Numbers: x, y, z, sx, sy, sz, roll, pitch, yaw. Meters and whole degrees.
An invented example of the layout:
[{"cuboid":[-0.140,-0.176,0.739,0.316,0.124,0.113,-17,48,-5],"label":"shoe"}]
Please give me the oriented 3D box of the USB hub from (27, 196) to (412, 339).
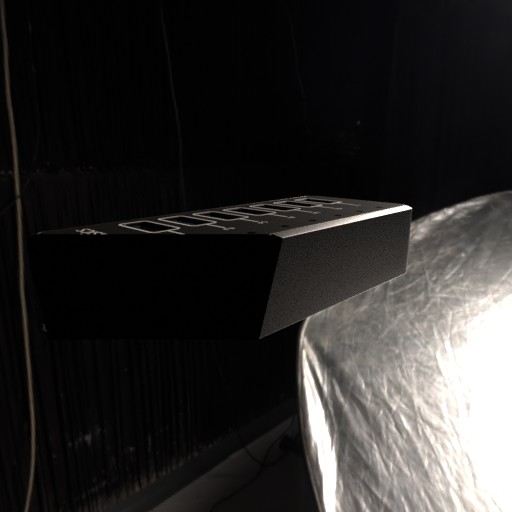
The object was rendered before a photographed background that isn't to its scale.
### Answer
[{"cuboid":[0.000,0.000,0.127,0.044,0.023,0.110,13,19,42],"label":"USB hub"}]
